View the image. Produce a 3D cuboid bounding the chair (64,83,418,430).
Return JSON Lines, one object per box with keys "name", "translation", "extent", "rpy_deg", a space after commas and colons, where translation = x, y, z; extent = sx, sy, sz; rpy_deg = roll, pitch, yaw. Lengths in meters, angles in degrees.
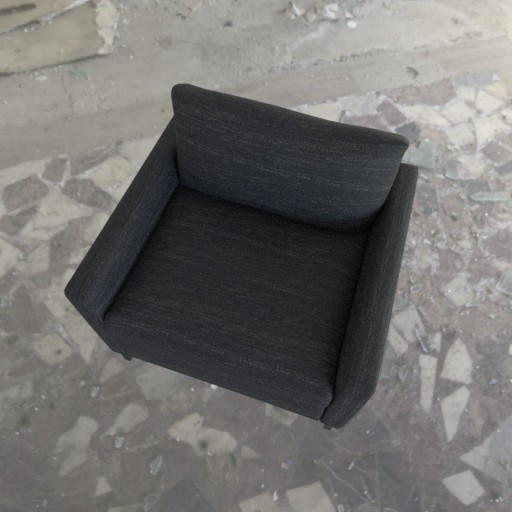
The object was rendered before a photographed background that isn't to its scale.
{"name": "chair", "translation": [0.000, 0.000, 1.593], "extent": [0.963, 0.861, 0.866], "rpy_deg": [16, 60, 10]}
